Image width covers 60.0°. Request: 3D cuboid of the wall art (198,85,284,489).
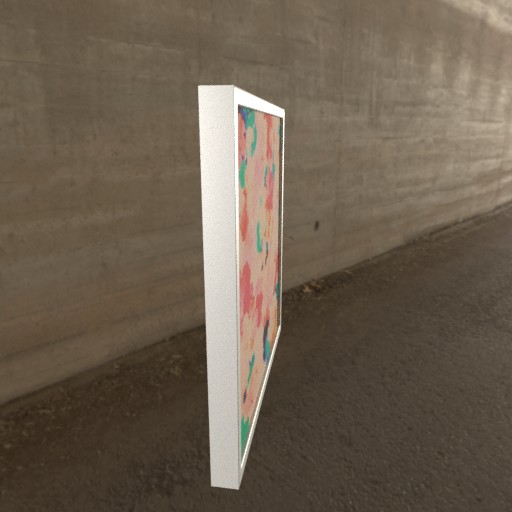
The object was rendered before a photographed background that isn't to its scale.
[{"bbox_3d":[0.000,0.000,0.766,0.038,0.505,0.506,3,16,9],"label":"wall art"}]
